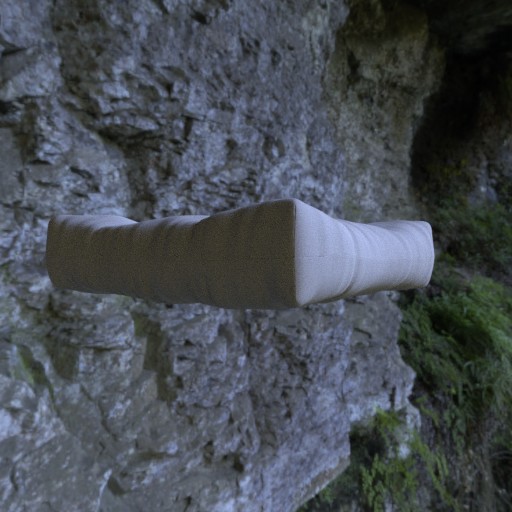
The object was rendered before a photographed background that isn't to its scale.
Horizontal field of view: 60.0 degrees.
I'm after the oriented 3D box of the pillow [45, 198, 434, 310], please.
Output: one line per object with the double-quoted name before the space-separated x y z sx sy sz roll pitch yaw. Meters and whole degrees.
"pillow" 0.000 0.000 0.736 0.468 0.128 0.490 0 0 36
